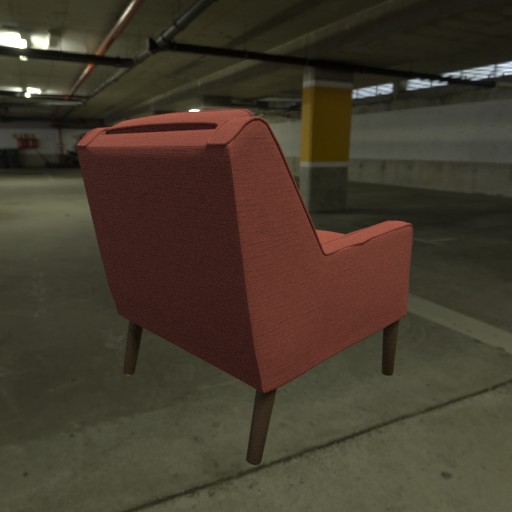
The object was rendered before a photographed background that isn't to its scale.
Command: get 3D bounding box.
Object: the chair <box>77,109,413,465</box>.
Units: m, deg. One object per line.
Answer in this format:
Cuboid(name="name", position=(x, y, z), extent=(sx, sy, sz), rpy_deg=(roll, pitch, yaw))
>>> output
Cuboid(name="chair", position=(0.000, 0.000, 1.355), extent=(0.770, 0.812, 0.680), rpy_deg=(-13, 19, -43))
